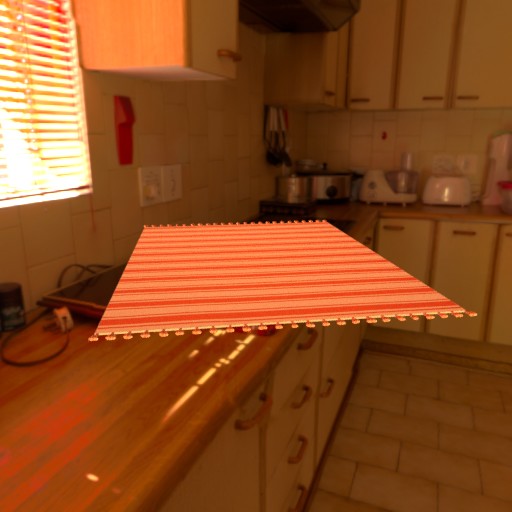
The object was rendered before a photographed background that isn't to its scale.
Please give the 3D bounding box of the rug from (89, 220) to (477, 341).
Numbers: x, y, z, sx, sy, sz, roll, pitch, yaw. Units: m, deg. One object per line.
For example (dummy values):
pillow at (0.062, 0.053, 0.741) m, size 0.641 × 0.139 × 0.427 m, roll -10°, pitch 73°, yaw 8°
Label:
rug at (0.000, 0.000, 4.333) m, size 2.451 × 0.035 × 3.369 m, roll -2°, pitch 15°, yaw -8°
